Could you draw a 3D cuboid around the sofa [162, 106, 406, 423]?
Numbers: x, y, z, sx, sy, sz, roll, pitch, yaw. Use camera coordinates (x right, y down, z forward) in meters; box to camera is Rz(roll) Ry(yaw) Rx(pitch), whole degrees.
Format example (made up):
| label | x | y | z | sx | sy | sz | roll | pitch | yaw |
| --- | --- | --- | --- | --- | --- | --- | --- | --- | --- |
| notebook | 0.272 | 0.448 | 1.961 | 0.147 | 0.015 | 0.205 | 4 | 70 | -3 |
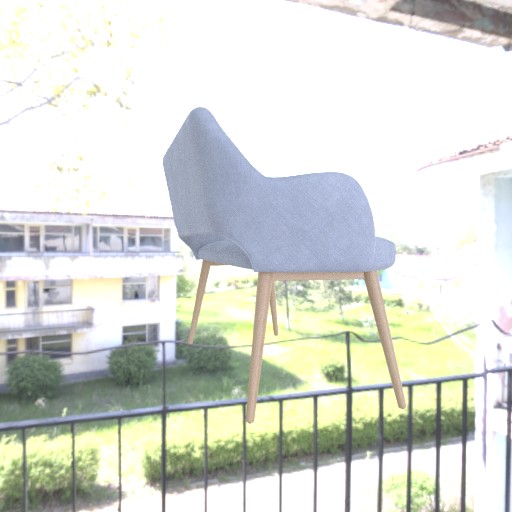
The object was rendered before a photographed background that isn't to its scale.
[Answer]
| label | x | y | z | sx | sy | sz | roll | pitch | yaw |
| --- | --- | --- | --- | --- | --- | --- | --- | --- | --- |
| sofa | 0.000 | 0.000 | 1.644 | 0.610 | 0.840 | 1.150 | -1 | 2 | -18 |
